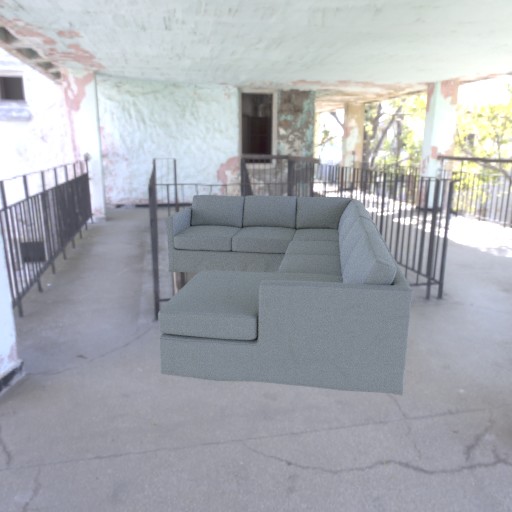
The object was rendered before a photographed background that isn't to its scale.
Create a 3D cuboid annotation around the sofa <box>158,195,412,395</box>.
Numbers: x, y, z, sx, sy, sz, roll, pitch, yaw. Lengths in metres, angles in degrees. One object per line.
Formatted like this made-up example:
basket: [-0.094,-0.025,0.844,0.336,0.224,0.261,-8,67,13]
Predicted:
sofa: [0.000,0.000,4.476,2.427,0.882,3.460,2,14,9]
